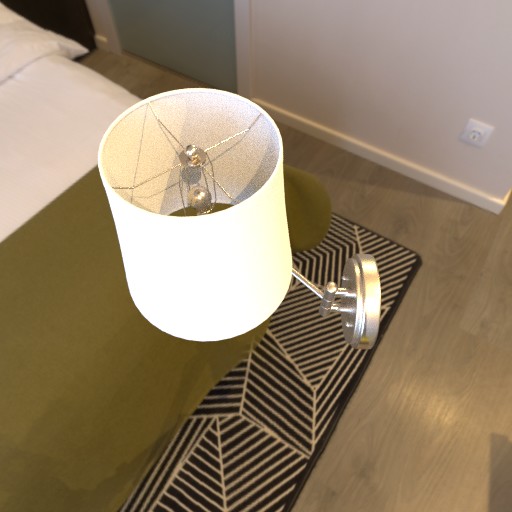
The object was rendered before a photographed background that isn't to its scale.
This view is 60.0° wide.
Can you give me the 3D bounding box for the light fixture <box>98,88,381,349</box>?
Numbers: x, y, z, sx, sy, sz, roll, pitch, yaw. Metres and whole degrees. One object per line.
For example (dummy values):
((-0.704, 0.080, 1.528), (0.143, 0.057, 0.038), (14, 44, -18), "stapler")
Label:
((0.000, 0.000, 0.583), (0.348, 0.381, 0.223), (2, 57, 1), "light fixture")
